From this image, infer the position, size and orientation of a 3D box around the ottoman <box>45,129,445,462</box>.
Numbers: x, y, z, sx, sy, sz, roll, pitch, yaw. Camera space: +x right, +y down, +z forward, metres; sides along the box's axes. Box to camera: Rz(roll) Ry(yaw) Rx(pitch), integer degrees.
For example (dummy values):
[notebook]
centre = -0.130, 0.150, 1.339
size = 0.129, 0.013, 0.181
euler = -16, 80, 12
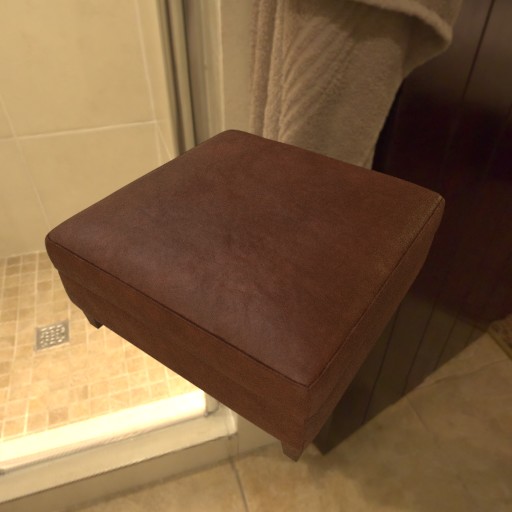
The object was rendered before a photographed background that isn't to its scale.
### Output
[ottoman]
centre = 0.000, 0.000, 1.332
size = 0.844, 0.415, 0.836
euler = 24, 46, 26
